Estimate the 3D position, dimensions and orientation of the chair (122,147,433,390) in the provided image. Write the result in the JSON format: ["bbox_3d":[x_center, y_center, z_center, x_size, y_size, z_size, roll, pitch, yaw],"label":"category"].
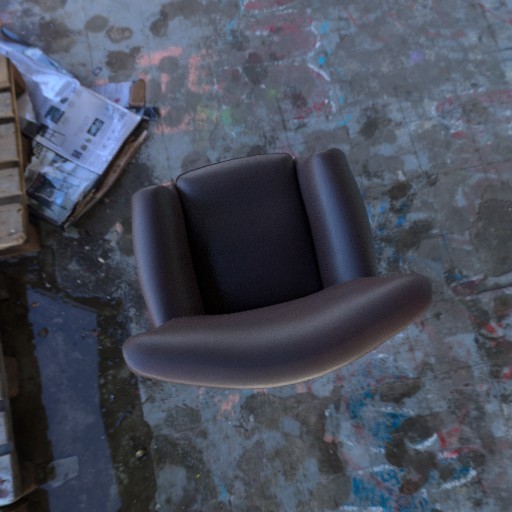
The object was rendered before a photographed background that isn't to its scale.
[{"bbox_3d":[0.000,0.000,1.356,0.700,0.800,0.746,-12,76,-3],"label":"chair"}]
